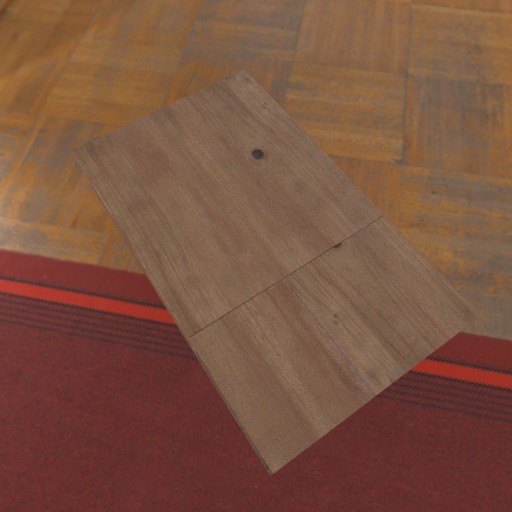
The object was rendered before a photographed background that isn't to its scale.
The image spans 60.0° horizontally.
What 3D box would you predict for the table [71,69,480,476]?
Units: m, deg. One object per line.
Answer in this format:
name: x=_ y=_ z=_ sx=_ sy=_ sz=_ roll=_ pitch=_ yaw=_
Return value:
table: x=0.000 y=0.000 z=1.437 sx=0.655 sy=0.395 sz=1.101 roll=-31 pitch=67 yaw=-15
